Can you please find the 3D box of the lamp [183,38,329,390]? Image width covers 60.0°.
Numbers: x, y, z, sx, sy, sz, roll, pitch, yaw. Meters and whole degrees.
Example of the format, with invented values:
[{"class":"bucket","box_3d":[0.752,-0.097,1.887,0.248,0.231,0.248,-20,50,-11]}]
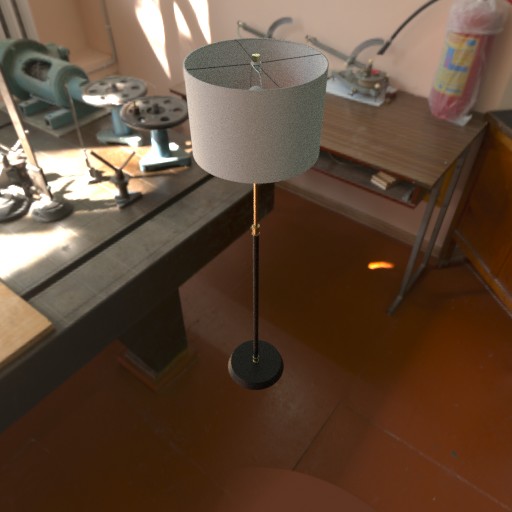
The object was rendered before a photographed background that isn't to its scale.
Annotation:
[{"class":"lamp","box_3d":[0.000,0.000,1.742,0.404,1.517,0.404,-13,44,-13]}]
